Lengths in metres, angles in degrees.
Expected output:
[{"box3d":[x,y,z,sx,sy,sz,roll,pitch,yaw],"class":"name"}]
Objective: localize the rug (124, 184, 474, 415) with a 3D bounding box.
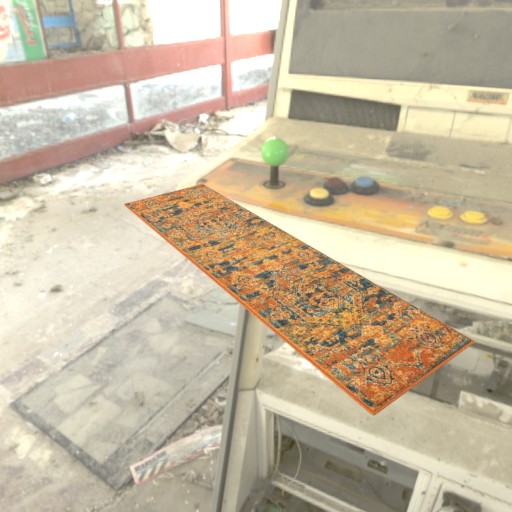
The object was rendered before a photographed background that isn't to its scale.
[{"box3d":[0.000,0.000,2.518,0.651,0.016,2.274,-21,36,-31],"class":"rug"}]
